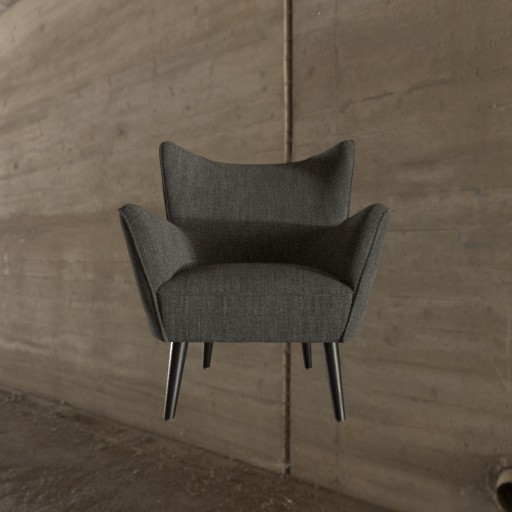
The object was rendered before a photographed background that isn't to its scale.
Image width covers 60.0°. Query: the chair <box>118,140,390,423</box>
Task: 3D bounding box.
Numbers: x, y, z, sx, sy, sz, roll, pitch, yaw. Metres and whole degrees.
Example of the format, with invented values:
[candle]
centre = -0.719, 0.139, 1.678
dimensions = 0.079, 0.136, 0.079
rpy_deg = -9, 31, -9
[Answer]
[chair]
centre = 0.000, 0.000, 1.621
dimensions = 0.781, 0.933, 0.888
rpy_deg = 0, 0, 1
